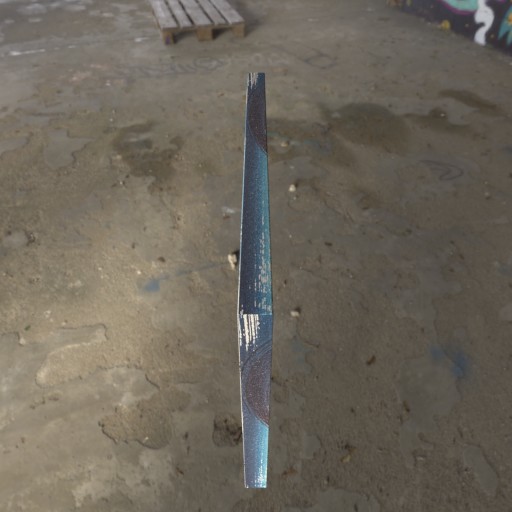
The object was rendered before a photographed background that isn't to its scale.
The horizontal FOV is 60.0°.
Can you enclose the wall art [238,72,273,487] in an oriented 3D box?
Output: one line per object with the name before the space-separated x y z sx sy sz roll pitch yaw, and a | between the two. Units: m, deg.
wall art | 0.000 0.000 0.768 0.033 0.406 0.609 0 42 0
